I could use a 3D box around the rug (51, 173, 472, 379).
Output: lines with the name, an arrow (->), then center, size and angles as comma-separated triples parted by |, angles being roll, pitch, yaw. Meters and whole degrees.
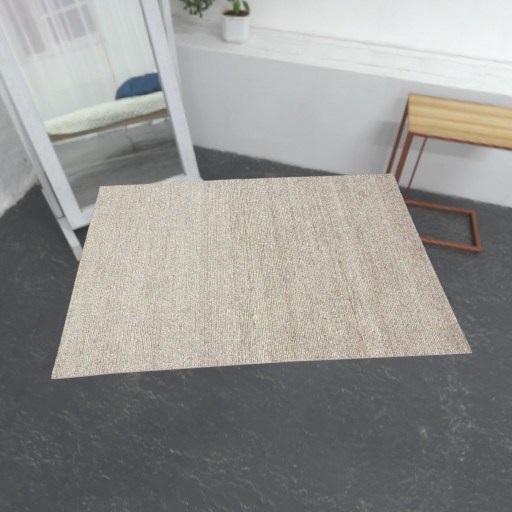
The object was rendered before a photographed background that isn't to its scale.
rug -> 0.000, 0.000, 2.975 | 2.342, 0.030, 1.609 | -3, 49, -2
